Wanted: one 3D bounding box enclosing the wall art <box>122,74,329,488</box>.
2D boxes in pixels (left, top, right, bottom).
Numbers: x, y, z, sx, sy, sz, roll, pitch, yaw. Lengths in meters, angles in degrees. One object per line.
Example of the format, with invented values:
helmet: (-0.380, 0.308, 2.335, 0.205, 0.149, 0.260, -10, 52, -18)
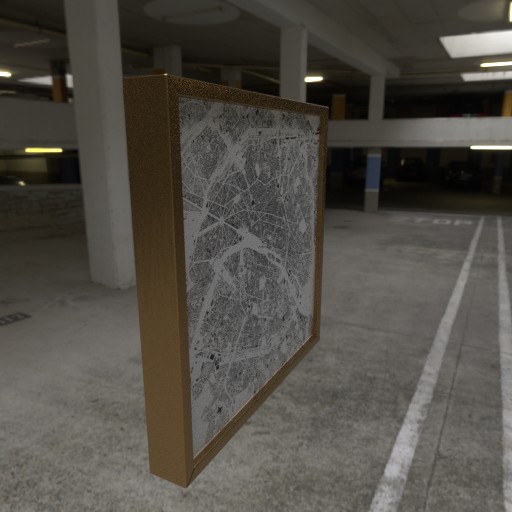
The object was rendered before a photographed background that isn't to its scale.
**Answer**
wall art: (0.000, 0.000, 0.449, 0.037, 0.305, 0.305, 8, 16, 27)
